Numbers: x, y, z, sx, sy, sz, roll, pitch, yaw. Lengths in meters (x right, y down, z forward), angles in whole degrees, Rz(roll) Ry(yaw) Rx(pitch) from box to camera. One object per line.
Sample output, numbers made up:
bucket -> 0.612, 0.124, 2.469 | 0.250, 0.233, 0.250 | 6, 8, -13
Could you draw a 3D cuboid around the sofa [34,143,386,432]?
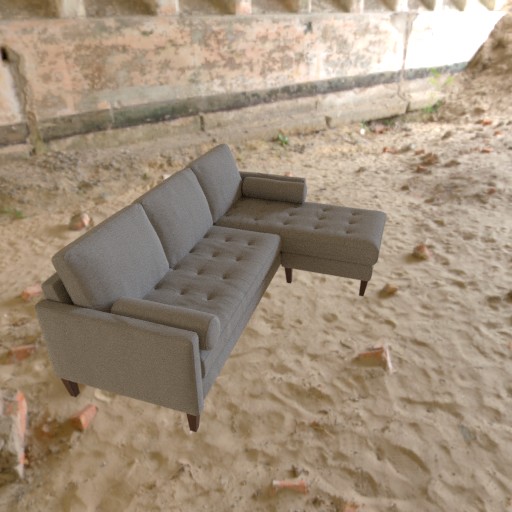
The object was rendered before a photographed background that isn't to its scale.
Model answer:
sofa -> 0.000, 0.000, 2.856 | 1.506, 0.875, 2.178 | 9, 31, 16
